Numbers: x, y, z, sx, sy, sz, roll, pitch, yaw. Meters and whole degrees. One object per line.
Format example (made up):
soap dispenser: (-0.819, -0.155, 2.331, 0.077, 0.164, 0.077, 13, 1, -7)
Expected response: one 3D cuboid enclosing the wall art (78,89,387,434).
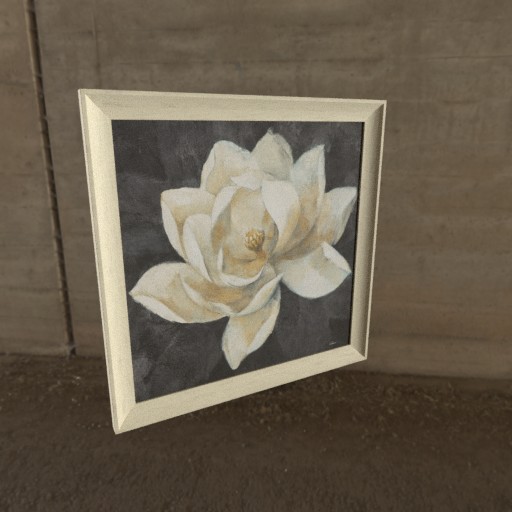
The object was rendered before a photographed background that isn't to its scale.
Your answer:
wall art: (0.000, 0.000, 1.493, 1.016, 1.016, 0.045, -8, 18, -27)
